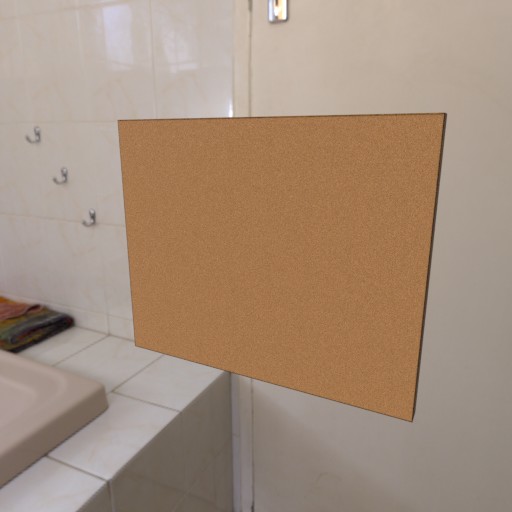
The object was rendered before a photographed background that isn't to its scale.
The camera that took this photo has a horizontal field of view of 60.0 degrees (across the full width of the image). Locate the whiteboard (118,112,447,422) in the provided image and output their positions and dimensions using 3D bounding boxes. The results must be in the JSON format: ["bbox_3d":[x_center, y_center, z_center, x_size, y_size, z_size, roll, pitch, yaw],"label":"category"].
[{"bbox_3d":[0.000,0.000,0.764,0.561,0.457,0.029,8,17,27],"label":"whiteboard"}]
